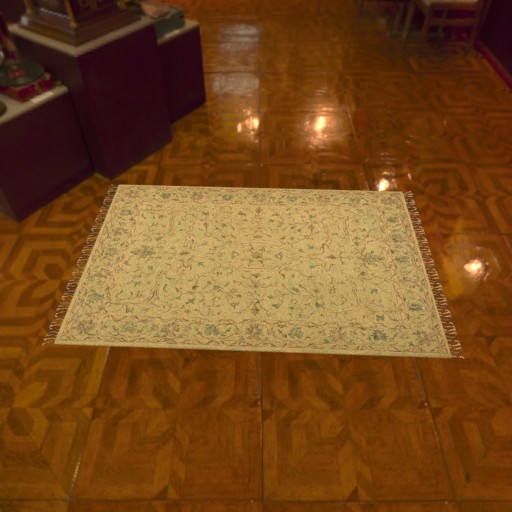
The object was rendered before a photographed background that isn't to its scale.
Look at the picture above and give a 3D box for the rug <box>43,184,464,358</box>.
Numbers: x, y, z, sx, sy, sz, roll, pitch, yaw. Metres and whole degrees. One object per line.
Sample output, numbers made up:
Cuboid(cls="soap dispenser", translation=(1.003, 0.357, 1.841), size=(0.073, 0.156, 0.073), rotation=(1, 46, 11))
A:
Cuboid(cls="rug", translation=(0.000, 0.000, 3.068), size=(2.435, 0.010, 1.544), rotation=(2, 47, 2))
